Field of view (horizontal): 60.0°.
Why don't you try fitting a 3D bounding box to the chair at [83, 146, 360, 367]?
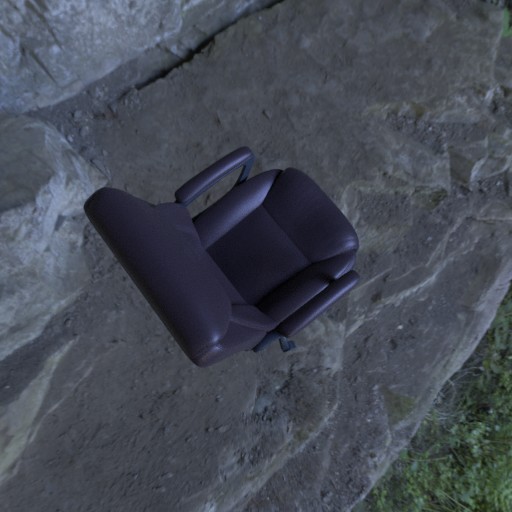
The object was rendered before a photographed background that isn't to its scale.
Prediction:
[{"bbox_3d":[0.000,0.000,1.461,0.655,1.072,0.615,-37,77,-10],"label":"chair"}]
